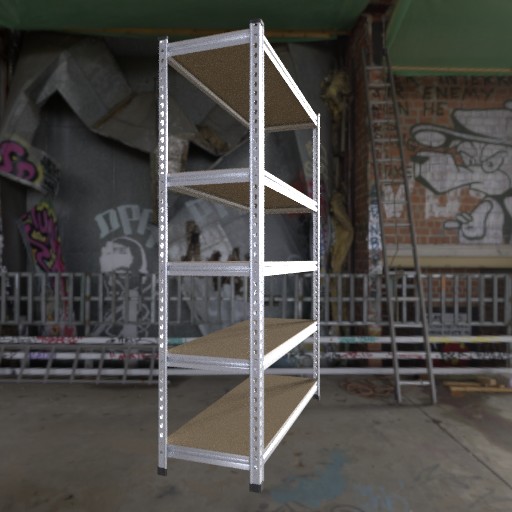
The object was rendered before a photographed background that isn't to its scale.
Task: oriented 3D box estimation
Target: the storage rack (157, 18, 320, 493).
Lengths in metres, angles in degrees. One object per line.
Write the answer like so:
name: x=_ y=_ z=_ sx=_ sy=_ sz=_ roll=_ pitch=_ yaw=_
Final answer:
storage rack: x=0.000 y=0.000 z=2.354 sx=0.457 sy=1.829 sz=1.219 roll=0 pitch=-1 yaw=19
